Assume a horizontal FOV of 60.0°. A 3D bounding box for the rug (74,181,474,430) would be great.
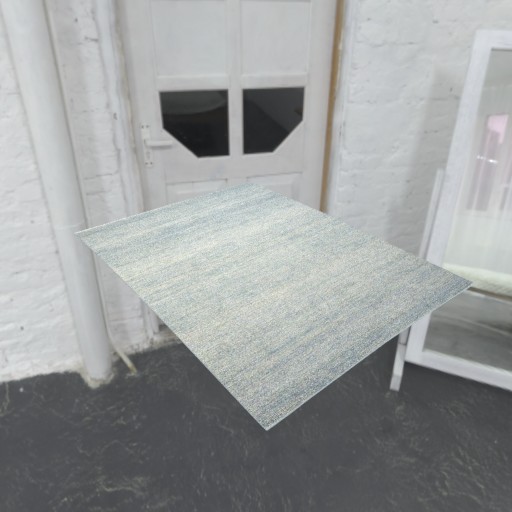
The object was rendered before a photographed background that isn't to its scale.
[{"bbox_3d":[0.000,0.000,4.385,2.461,0.046,3.237,-22,37,-33],"label":"rug"}]
